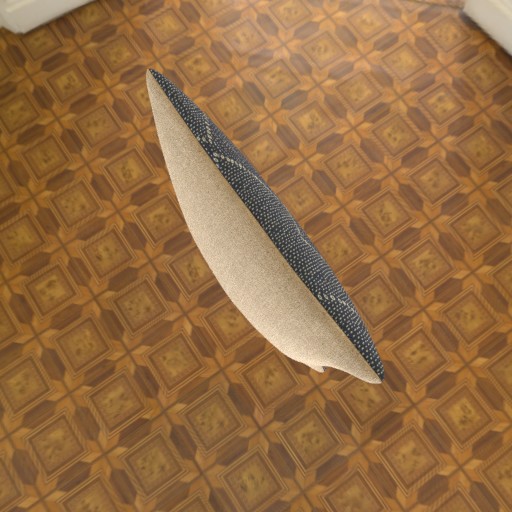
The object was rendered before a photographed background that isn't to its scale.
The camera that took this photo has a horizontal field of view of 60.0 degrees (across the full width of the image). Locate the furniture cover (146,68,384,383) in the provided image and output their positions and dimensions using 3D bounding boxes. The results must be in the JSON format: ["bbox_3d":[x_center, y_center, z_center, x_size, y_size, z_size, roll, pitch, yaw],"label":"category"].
[{"bbox_3d":[0.000,0.000,0.795,0.162,0.503,0.511,-35,79,-8],"label":"furniture cover"}]
